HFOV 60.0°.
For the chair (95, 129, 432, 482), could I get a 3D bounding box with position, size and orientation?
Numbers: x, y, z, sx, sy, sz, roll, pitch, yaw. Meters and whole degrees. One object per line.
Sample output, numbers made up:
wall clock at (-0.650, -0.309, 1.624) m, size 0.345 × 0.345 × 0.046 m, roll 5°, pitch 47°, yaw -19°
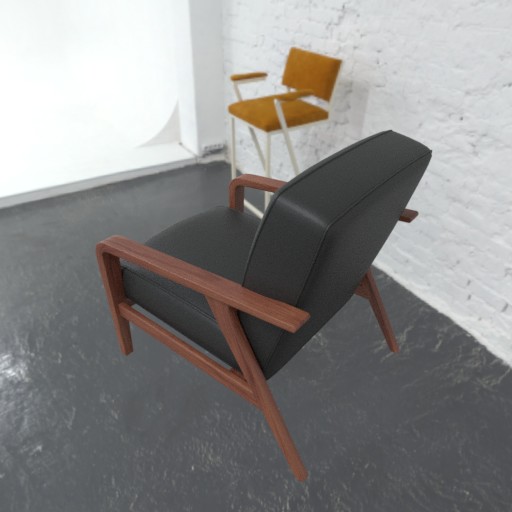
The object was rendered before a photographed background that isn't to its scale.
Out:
chair at (0.000, 0.000, 1.504) m, size 0.889 × 0.861 × 0.719 m, roll 23°, pitch 40°, yaw 32°
